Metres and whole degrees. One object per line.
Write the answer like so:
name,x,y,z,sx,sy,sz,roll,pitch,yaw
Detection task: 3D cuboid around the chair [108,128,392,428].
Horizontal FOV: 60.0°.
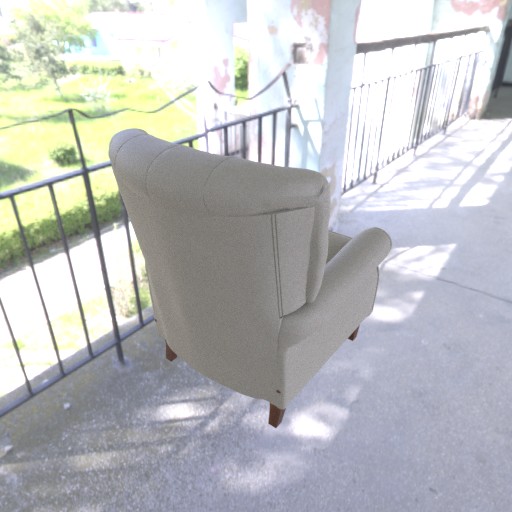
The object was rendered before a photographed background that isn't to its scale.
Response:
chair,0.000,0.000,1.960,0.943,1.158,1.059,22,37,32
